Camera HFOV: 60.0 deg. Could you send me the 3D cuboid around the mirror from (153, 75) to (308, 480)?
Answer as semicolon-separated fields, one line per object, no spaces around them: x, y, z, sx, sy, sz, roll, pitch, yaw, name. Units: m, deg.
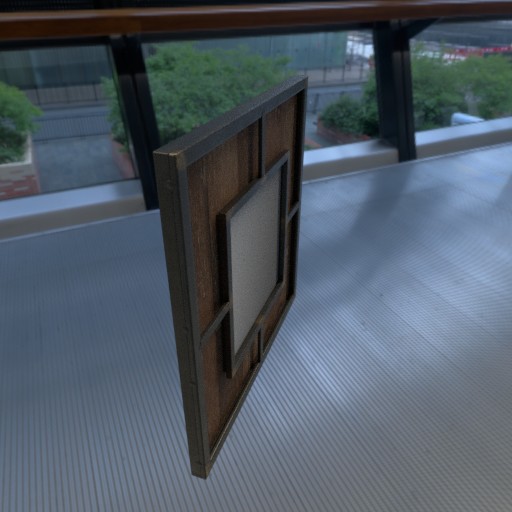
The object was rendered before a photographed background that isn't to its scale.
0.000;0.000;0.567;0.020;0.381;0.382;10;32;17;mirror
